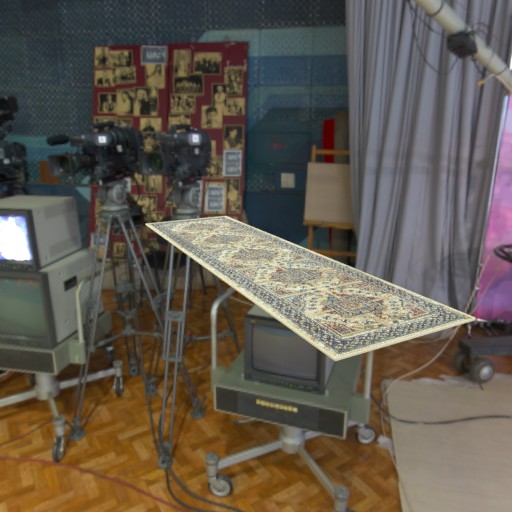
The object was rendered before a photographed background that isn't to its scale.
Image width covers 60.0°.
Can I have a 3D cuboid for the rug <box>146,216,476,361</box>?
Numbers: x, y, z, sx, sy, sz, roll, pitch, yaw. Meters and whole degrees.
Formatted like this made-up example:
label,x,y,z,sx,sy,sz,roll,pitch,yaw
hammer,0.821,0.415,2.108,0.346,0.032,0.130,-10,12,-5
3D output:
label,x,y,z,sx,sy,sz,roll,pitch,yaw
rug,0.000,0.000,2.497,0.661,0.013,2.297,-8,18,-27
